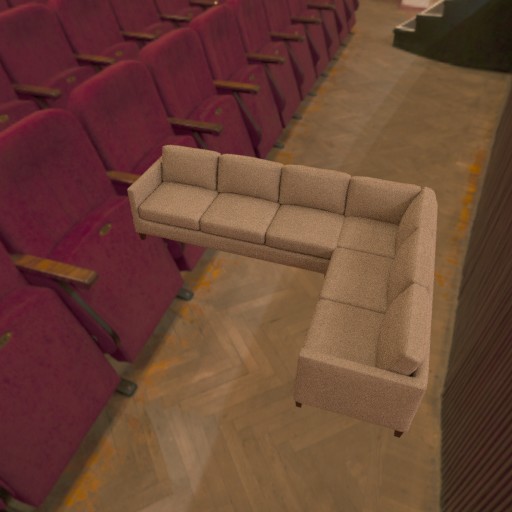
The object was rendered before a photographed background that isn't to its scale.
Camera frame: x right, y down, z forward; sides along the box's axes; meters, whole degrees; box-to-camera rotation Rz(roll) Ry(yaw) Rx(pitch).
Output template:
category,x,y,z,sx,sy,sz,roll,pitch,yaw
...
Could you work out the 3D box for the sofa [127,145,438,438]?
category,x,y,z,sx,sy,sz,roll,pitch,yaw
sofa,0.000,0.000,4.463,3.333,0.934,2.522,13,42,14
